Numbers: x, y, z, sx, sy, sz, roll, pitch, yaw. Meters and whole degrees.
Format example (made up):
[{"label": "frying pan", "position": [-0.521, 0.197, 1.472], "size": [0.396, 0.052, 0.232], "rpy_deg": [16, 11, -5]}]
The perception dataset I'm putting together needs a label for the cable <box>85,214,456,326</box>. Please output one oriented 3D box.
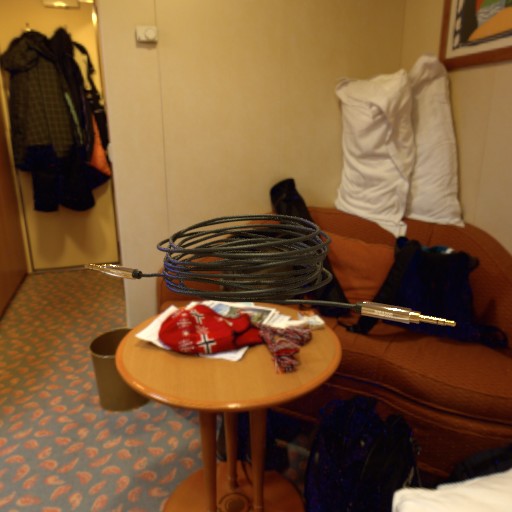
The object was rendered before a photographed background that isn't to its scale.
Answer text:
[{"label": "cable", "position": [0.000, 0.000, 0.510], "size": [0.432, 0.069, 0.198], "rpy_deg": [8, 18, 25]}]
